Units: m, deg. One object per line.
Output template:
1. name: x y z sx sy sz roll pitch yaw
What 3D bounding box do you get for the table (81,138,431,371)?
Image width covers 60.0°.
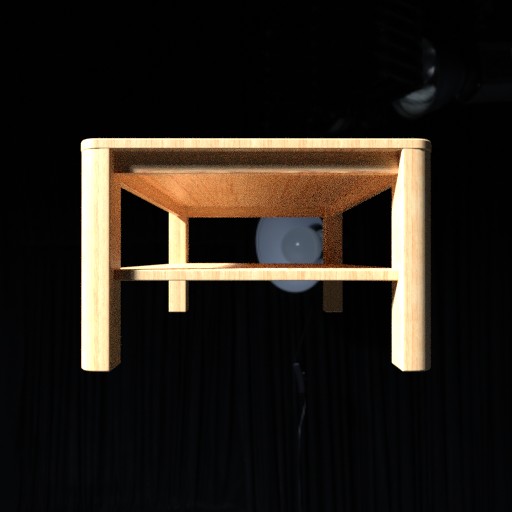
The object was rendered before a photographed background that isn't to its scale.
1. table: 0.000 0.000 1.344 0.696 0.445 0.997 0 0 0
